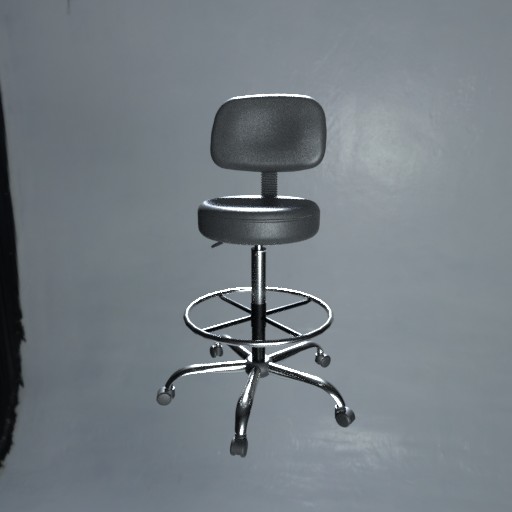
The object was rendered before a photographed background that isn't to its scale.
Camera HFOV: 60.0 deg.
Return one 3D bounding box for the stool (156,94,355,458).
[{"bbox_3d":[0.000,0.000,1.474,0.694,1.069,0.658,2,15,10],"label":"stool"}]
